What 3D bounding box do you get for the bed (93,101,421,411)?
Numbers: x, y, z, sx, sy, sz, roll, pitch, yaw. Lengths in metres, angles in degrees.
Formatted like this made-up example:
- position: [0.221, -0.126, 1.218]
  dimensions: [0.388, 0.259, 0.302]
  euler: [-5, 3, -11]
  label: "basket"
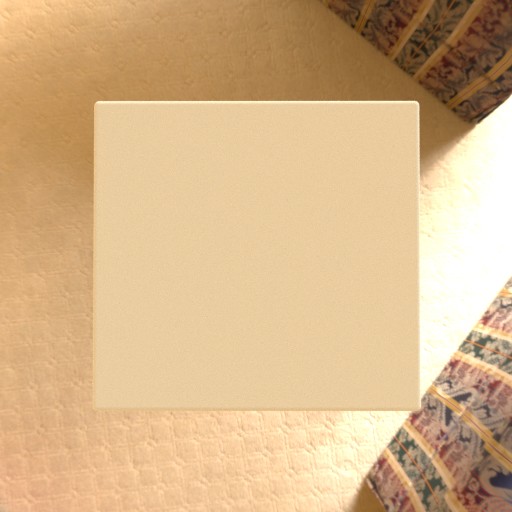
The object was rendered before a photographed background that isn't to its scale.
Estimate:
- position: [0.000, 0.000, 3.042]
  dimensions: [2.049, 0.616, 1.930]
  euler: [0, 89, 0]
  label: "bed"
